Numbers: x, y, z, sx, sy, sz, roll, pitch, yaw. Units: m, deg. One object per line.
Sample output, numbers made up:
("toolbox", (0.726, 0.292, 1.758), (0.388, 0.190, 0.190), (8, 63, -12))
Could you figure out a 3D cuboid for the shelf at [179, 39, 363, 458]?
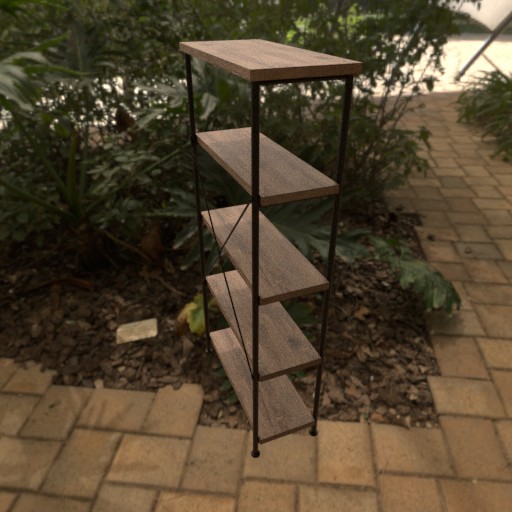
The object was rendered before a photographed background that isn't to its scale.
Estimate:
("shelf", (0.000, 0.000, 2.012), (0.360, 1.700, 0.800), (-12, 33, -19))
